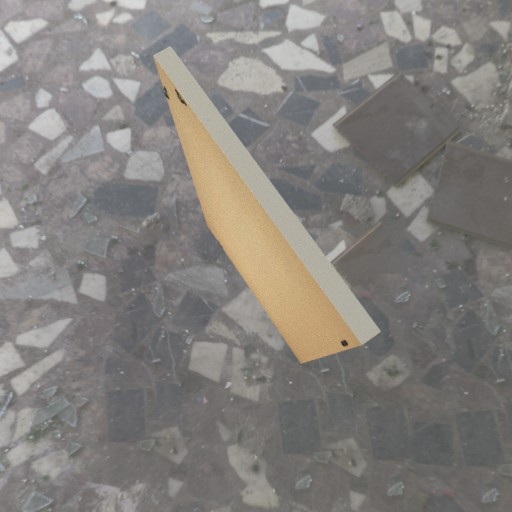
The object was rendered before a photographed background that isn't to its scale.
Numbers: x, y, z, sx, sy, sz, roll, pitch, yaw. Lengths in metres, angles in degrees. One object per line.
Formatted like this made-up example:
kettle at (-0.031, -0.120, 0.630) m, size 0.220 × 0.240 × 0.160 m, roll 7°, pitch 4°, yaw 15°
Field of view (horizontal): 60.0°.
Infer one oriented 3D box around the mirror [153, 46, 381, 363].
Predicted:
mirror at (0.000, 0.000, 1.164) m, size 0.041 × 0.914 × 0.609 m, roll -33°, pitch 77°, yaw -8°
